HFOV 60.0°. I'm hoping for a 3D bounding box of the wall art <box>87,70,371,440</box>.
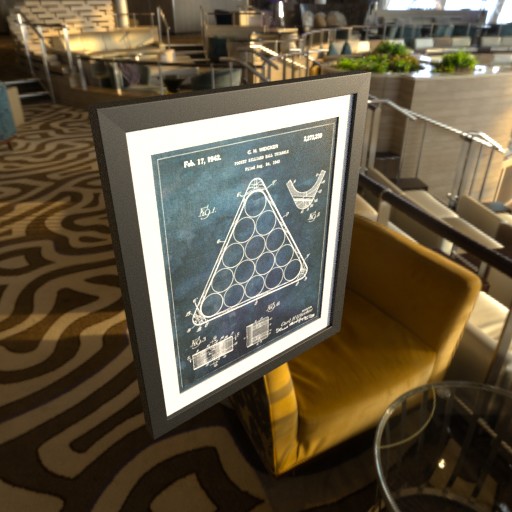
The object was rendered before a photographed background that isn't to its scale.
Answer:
[{"bbox_3d":[0.000,0.000,0.699,0.432,0.508,0.025,-22,36,-32],"label":"wall art"}]
